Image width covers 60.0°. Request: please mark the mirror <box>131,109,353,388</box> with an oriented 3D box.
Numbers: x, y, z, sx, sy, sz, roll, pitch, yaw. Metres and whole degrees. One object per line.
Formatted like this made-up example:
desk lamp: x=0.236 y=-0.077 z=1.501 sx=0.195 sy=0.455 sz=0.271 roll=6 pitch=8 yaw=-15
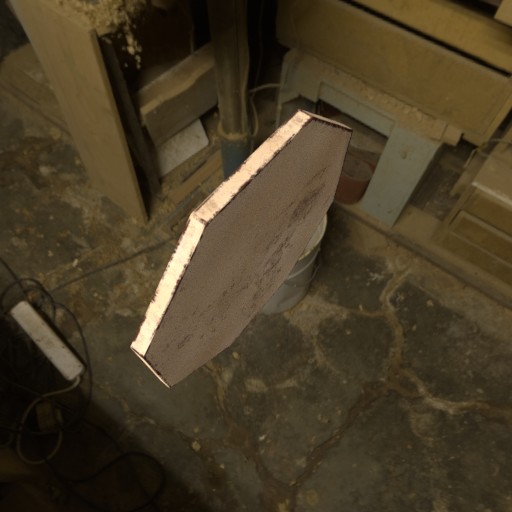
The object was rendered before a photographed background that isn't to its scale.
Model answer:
mirror: x=0.000 y=0.000 z=0.984 sx=0.031 sy=0.648 sz=0.648 roll=35 pitch=68 yaw=17
